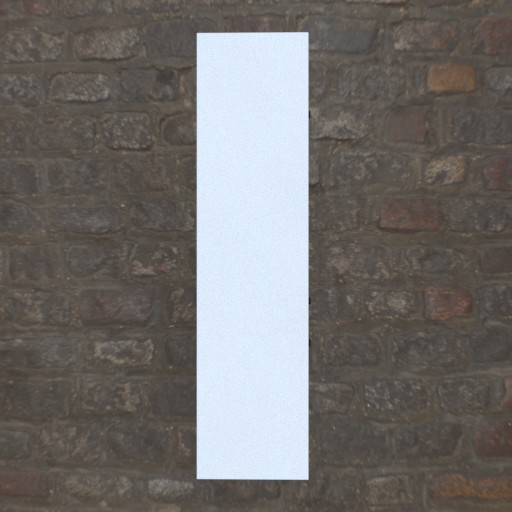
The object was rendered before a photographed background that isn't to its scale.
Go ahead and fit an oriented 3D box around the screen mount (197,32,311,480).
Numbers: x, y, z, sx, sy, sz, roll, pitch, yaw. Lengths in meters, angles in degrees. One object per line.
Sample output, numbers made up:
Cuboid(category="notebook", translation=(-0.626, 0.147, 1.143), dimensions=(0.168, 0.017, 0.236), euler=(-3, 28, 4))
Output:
Cuboid(category="screen mount", translation=(0.000, 0.000, 1.847), dimensions=(0.418, 0.520, 1.600), euler=(0, 90, 1))
